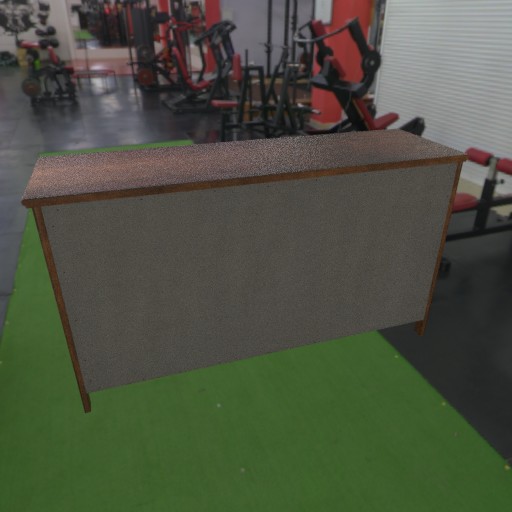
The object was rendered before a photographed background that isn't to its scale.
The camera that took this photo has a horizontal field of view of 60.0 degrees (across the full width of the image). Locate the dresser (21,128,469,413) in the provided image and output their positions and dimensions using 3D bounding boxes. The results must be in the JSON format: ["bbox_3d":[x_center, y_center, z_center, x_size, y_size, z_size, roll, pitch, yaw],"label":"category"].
[{"bbox_3d":[0.000,0.000,1.859,1.551,0.856,0.463,-9,29,-16],"label":"dresser"}]
